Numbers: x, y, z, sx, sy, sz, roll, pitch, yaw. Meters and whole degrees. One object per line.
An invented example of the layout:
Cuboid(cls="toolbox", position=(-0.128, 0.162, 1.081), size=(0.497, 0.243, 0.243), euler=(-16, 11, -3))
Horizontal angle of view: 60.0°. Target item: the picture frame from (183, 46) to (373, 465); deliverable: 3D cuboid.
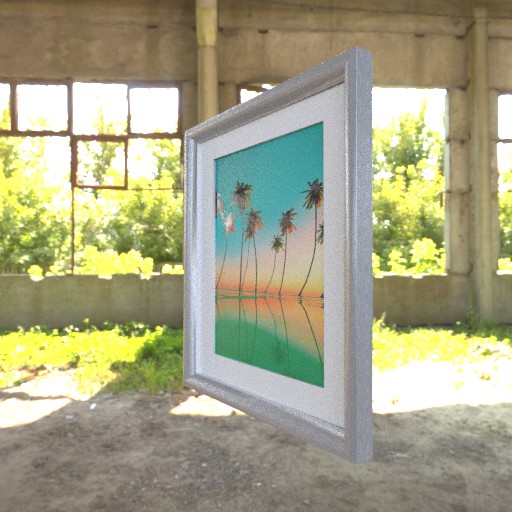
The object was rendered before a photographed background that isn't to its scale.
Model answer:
Cuboid(cls="picture frame", position=(0.000, 0.000, 0.536), size=(0.027, 0.378, 0.327), euler=(1, -1, -37))
